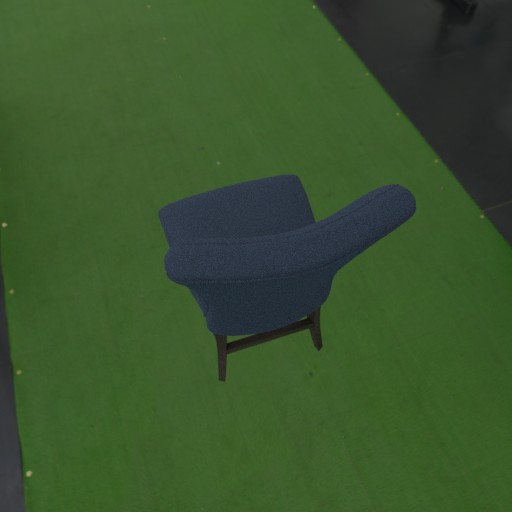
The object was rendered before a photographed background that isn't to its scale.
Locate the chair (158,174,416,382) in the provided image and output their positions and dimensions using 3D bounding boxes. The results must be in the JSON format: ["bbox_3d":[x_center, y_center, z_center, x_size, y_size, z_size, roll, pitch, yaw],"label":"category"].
[{"bbox_3d":[0.000,0.000,1.386,0.520,0.991,0.660,-16,60,-9],"label":"chair"}]
